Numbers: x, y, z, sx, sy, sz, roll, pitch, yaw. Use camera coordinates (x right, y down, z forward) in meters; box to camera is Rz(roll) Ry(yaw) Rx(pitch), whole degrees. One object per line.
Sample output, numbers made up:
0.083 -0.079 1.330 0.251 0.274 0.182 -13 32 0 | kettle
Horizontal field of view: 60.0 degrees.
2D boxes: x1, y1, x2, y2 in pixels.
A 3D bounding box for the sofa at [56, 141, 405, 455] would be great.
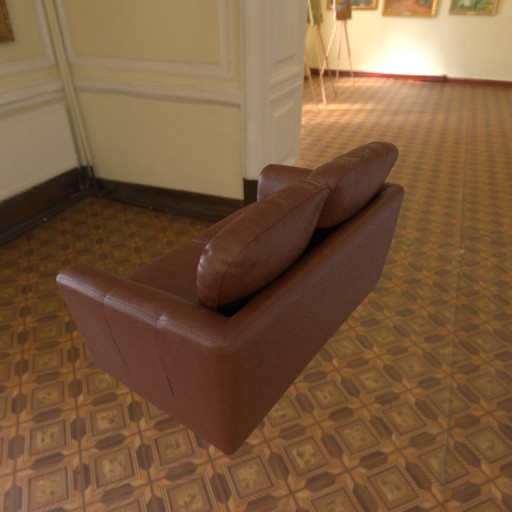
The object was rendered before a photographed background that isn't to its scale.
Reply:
0.000 0.000 1.935 0.805 0.906 1.406 21 38 30 | sofa
